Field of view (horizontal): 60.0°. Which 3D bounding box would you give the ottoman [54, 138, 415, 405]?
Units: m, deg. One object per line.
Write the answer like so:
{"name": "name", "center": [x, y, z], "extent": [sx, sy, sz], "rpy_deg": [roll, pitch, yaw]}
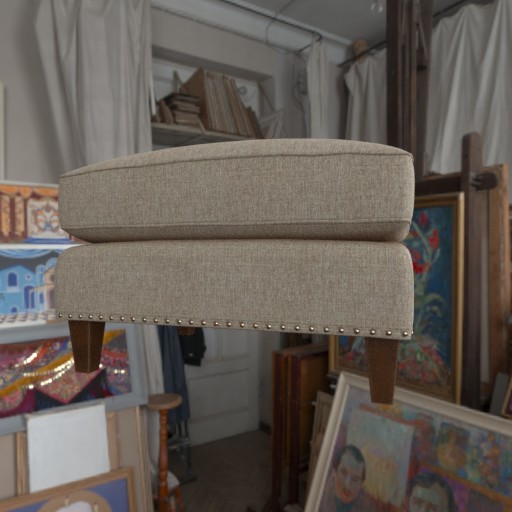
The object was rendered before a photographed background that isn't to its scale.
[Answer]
{"name": "ottoman", "center": [0.000, 0.000, 1.115], "extent": [0.741, 0.513, 0.584], "rpy_deg": [0, 0, 18]}
